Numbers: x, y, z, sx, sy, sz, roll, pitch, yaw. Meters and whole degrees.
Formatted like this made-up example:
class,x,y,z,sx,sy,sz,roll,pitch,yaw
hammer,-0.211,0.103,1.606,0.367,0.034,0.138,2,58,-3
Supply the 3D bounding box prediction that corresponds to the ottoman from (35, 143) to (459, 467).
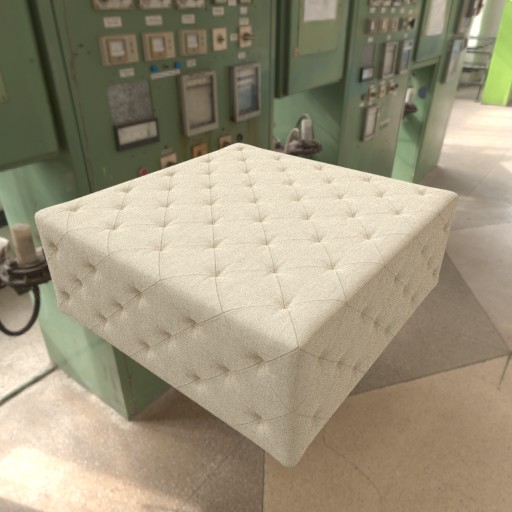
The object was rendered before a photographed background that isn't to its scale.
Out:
class,x,y,z,sx,sy,sz,roll,pitch,yaw
ottoman,0.000,0.000,1.582,1.028,0.439,1.028,22,37,32
